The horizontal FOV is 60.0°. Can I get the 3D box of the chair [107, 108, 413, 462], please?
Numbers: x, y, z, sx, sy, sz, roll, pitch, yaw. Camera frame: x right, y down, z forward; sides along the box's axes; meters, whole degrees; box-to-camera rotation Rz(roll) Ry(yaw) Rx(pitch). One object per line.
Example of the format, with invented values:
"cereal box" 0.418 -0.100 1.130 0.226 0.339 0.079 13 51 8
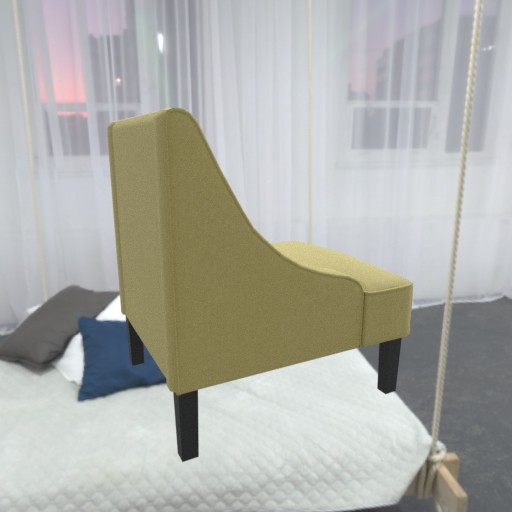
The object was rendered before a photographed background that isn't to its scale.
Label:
"chair" 0.000 0.000 1.515 0.814 0.896 0.696 -7 16 -27
